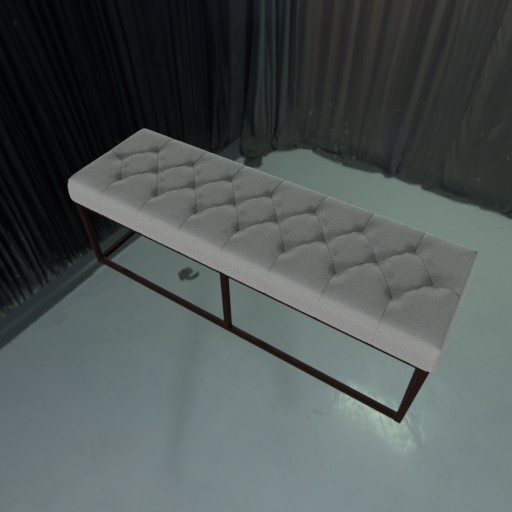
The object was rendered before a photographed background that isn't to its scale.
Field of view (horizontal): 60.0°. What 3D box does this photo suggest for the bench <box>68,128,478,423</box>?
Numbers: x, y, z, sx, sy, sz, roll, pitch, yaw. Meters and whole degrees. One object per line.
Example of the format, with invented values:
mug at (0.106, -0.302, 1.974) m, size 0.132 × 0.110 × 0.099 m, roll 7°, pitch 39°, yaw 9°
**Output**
bench at (0.000, 0.000, 1.761) m, size 1.488 × 0.488 × 0.479 m, roll 24°, pitch 51°, yaw 21°
